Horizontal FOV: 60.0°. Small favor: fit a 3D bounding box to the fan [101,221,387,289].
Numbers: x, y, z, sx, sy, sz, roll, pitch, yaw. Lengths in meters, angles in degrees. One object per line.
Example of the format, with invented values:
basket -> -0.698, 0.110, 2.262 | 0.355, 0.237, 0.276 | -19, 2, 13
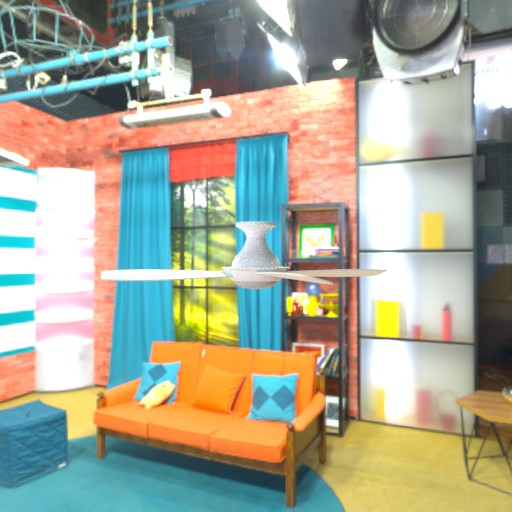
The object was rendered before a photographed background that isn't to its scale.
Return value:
fan -> 0.000, 0.000, 2.566 | 1.694, 0.382, 1.693 | 0, -1, -18
